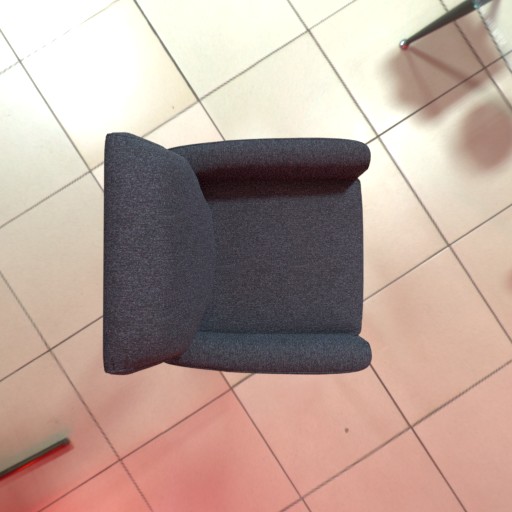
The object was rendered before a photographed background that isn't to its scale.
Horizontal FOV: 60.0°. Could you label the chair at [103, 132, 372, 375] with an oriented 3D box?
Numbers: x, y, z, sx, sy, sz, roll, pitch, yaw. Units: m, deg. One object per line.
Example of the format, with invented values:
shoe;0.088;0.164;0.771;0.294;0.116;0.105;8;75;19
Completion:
chair;0.000;0.000;1.652;0.850;1.016;0.839;0;89;-1
